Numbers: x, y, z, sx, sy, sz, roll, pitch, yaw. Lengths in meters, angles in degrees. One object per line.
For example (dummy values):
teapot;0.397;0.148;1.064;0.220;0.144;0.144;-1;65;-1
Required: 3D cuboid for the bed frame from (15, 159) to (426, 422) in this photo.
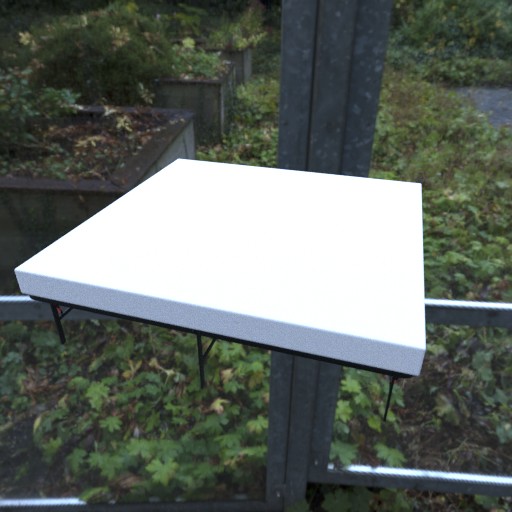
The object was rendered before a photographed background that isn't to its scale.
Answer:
bed frame;0.000;0.000;2.974;2.032;0.559;1.930;9;31;15
